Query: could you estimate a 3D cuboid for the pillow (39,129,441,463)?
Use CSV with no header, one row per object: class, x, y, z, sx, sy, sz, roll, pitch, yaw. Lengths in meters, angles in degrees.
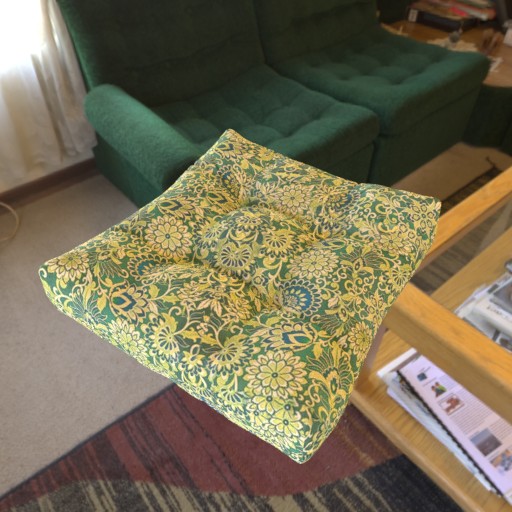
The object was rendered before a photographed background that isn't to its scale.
pillow,0.000,0.000,0.725,0.468,0.128,0.490,24,50,22
